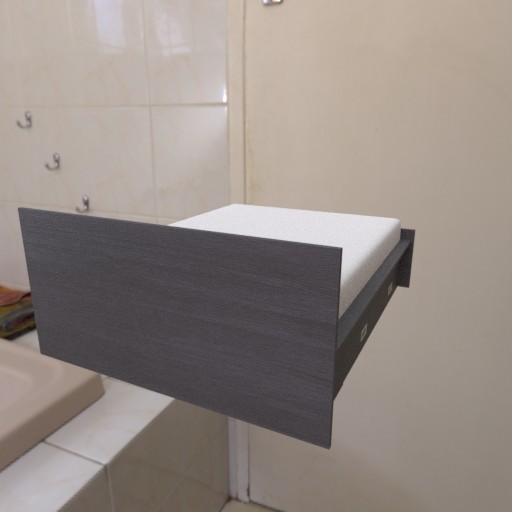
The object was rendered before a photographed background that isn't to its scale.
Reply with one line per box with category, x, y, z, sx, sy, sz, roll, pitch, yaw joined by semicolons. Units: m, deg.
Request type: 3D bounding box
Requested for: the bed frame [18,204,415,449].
bed frame;0.000;0.000;2.769;1.622;0.800;1.960;8;19;26
